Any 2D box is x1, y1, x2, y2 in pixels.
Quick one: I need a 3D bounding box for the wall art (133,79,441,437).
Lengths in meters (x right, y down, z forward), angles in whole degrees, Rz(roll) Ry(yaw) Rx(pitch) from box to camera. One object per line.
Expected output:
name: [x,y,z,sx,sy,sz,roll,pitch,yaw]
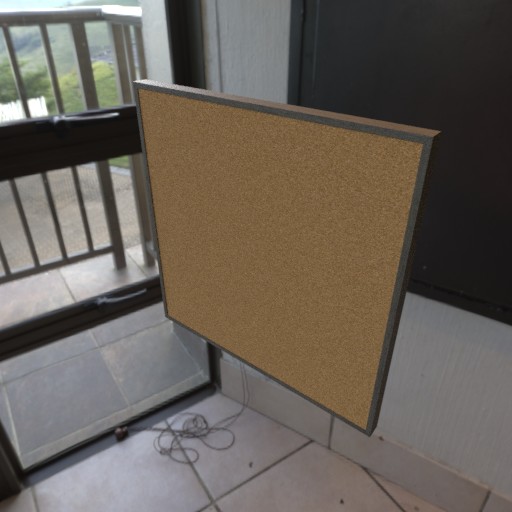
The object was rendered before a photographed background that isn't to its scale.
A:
wall art: [0.000,0.000,1.124,0.758,0.758,0.039,23,38,32]
